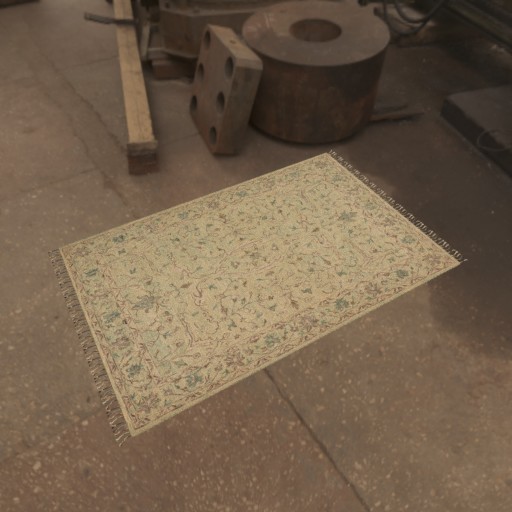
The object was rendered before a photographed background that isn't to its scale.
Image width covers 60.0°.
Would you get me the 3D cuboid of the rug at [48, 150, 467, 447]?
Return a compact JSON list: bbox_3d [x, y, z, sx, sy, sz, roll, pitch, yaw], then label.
[{"bbox_3d":[0.000,0.000,3.019,2.435,0.010,1.544,-23,51,-20],"label":"rug"}]
